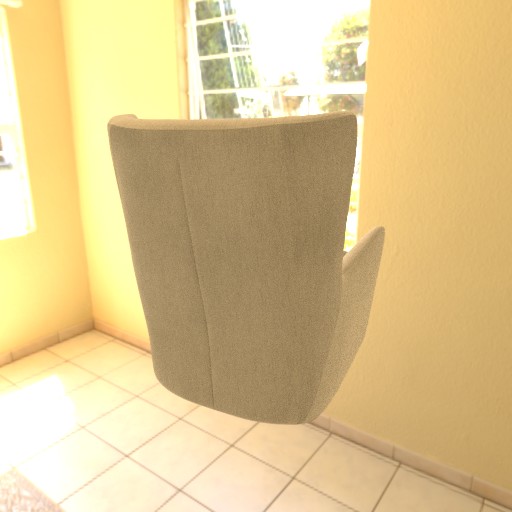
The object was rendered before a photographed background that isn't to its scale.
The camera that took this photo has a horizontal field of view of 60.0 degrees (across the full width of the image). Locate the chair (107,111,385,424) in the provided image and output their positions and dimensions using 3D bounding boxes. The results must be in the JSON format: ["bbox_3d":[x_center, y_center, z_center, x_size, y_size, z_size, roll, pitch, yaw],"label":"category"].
[{"bbox_3d":[0.000,0.000,1.634,0.779,1.000,0.904,8,18,25],"label":"chair"}]
